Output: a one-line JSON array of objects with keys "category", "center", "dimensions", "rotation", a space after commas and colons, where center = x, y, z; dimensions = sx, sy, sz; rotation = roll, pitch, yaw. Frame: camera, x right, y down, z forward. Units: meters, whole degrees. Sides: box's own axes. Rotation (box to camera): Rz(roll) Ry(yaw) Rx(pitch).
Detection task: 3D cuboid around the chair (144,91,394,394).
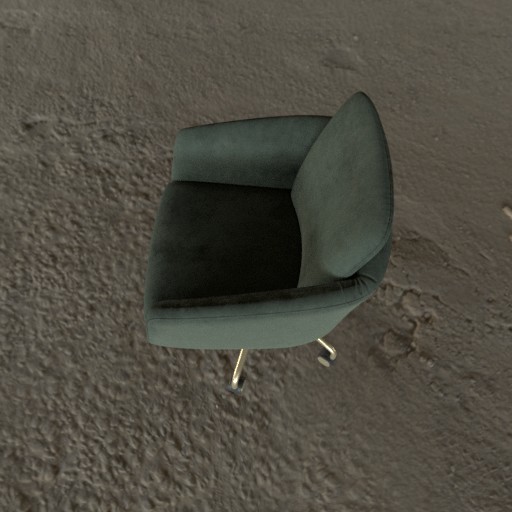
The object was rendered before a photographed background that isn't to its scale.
[{"category": "chair", "center": [0.000, 0.000, 1.357], "dimensions": [0.635, 0.908, 0.641], "rotation": [1, 59, 1]}]
